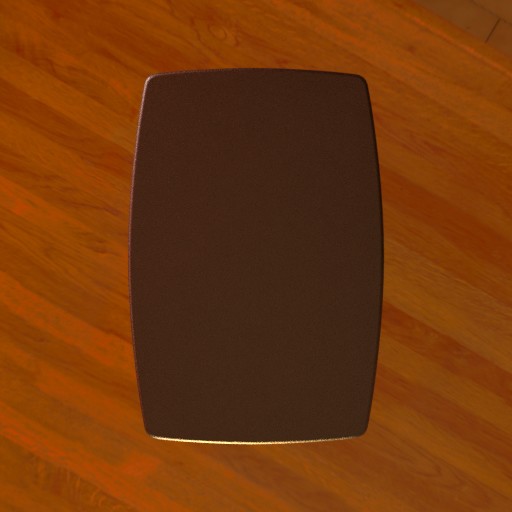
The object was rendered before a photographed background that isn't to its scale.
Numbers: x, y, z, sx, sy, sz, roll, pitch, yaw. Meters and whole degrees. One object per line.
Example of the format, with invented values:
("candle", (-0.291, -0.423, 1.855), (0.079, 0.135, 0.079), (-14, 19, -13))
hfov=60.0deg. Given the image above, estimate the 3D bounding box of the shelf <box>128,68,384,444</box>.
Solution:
("shelf", (0.000, 0.000, 0.525), (0.280, 0.100, 0.410), (0, 90, -1))
